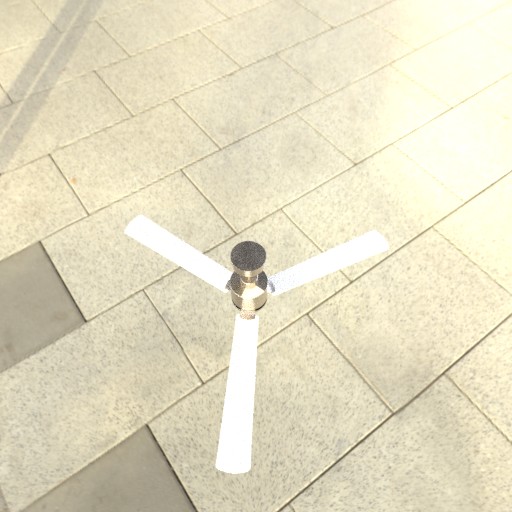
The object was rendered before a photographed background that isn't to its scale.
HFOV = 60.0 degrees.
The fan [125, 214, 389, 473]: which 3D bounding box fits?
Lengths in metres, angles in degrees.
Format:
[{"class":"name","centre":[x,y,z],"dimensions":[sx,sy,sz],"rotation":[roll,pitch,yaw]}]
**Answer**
[{"class":"fan","centre":[0.000,0.000,2.379],"dimensions":[1.531,0.446,1.561],"rotation":[-34,64,-19]}]
